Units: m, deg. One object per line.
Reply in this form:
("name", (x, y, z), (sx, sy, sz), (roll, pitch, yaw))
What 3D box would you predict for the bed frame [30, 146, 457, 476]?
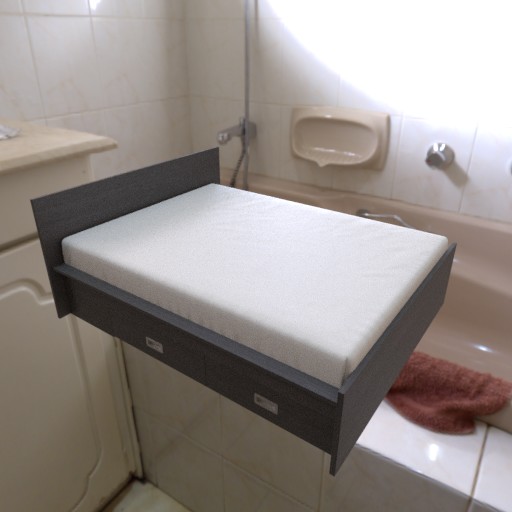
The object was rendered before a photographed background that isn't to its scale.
("bed frame", (0.000, 0.000, 2.742), (1.960, 0.800, 1.622), (18, 32, 31))
